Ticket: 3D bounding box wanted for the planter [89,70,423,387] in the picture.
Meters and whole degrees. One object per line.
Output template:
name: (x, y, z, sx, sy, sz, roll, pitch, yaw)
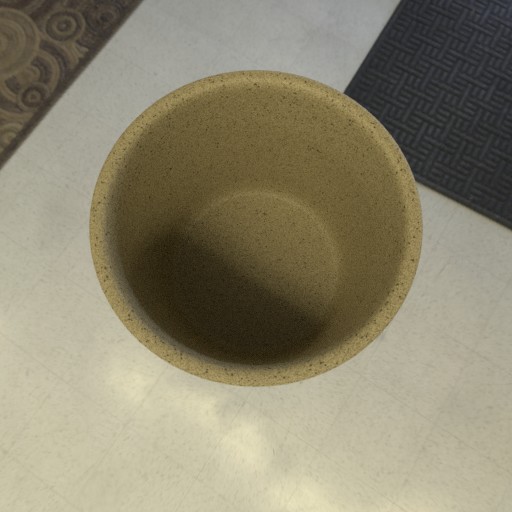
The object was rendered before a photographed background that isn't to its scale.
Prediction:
planter: (0.000, 0.000, 0.415, 0.228, 0.235, 0.228, 0, 76, 0)
